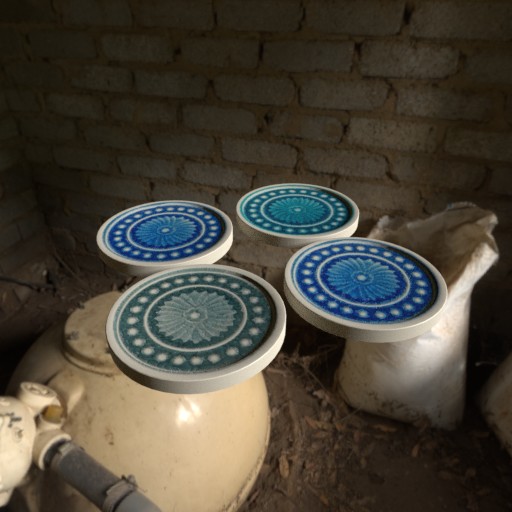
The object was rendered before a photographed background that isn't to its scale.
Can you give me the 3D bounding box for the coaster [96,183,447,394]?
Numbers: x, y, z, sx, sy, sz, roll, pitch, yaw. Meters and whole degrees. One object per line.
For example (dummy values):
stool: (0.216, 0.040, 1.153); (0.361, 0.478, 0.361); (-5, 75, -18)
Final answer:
coaster: (0.000, 0.000, 0.333); (0.224, 0.010, 0.220); (-11, 34, -16)
